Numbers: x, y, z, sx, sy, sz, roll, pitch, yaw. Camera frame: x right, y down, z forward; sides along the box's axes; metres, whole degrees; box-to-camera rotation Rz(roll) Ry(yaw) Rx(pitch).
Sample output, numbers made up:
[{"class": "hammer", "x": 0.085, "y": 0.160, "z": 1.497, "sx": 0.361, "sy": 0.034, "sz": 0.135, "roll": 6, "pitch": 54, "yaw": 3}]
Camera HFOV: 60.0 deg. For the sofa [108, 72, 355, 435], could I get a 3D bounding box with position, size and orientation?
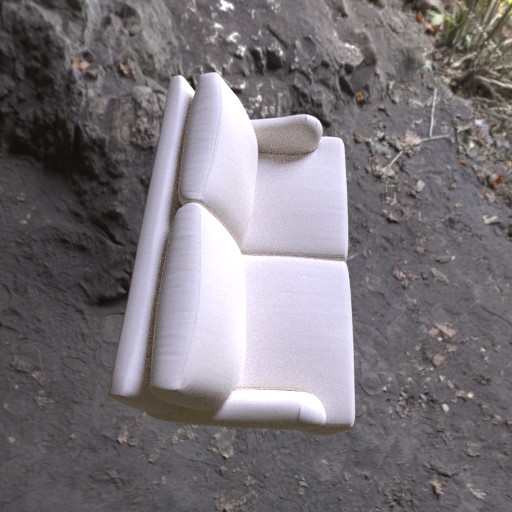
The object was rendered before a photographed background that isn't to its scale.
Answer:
[{"class": "sofa", "x": 0.000, "y": 0.000, "z": 2.527, "sx": 1.084, "sy": 1.101, "sz": 1.853, "roll": 3, "pitch": 64, "yaw": 1}]
